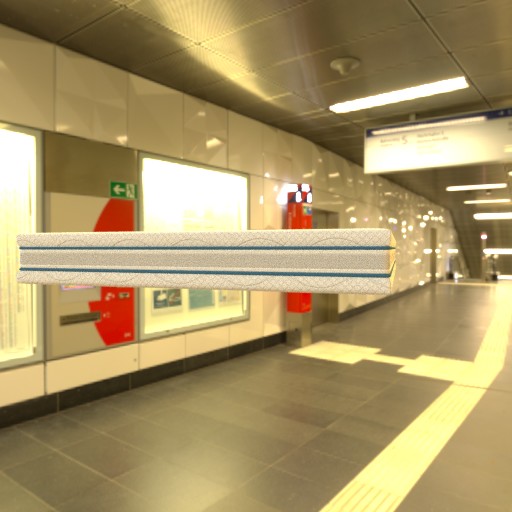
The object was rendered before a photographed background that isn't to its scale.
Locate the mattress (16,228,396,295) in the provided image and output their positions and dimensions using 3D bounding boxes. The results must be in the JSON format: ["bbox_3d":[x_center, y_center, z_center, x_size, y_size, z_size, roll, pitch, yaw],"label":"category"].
[{"bbox_3d":[0.000,0.000,2.676,1.600,0.230,2.000,0,1,18],"label":"mattress"}]
